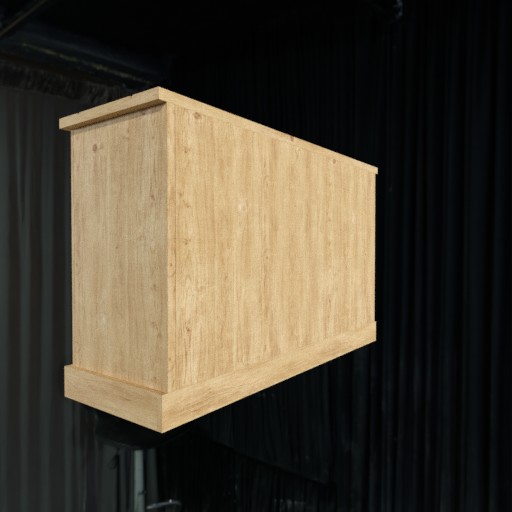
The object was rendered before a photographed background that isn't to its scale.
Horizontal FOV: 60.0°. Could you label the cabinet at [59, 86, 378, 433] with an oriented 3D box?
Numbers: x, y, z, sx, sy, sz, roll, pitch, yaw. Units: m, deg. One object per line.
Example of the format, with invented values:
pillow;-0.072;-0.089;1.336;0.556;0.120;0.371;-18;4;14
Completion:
cabinet;0.000;0.000;1.690;0.432;0.810;1.321;1;1;37
